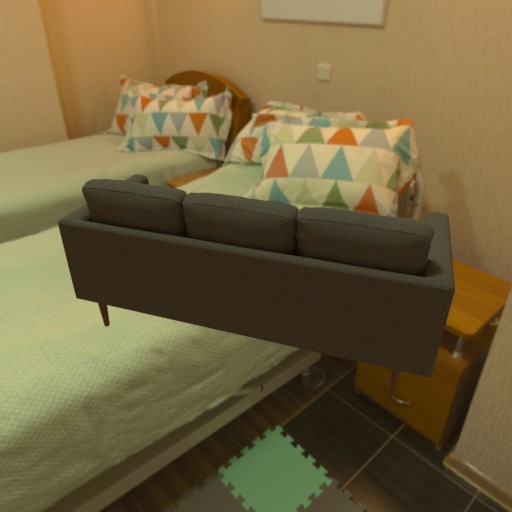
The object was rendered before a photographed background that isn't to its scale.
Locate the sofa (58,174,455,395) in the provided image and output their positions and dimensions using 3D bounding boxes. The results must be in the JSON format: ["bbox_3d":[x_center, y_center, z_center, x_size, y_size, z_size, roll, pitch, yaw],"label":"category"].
[{"bbox_3d":[0.000,0.000,2.567,2.029,0.912,0.802,10,32,16],"label":"sofa"}]
